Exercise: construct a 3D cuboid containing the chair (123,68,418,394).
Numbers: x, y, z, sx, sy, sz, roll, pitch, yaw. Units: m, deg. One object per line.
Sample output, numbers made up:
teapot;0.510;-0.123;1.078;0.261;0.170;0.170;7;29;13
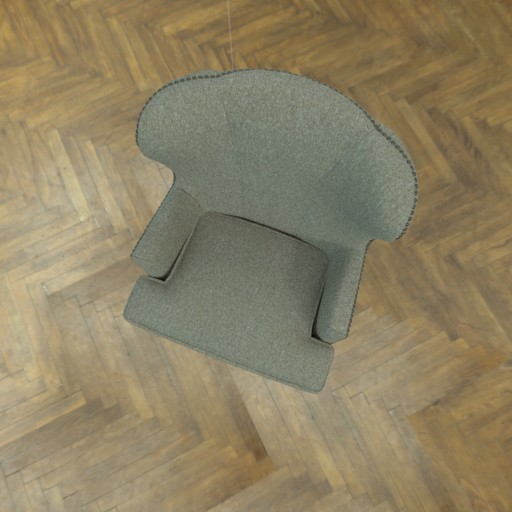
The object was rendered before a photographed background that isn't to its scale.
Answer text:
chair;0.000;0.000;1.567;0.759;1.060;0.758;20;76;5
